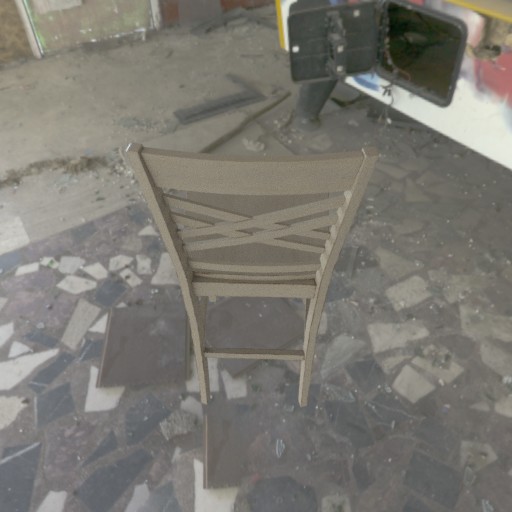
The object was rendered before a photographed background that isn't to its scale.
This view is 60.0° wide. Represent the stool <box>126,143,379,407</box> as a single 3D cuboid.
[{"bbox_3d":[0.000,0.000,1.368,0.462,1.079,0.539,1,46,1],"label":"stool"}]
